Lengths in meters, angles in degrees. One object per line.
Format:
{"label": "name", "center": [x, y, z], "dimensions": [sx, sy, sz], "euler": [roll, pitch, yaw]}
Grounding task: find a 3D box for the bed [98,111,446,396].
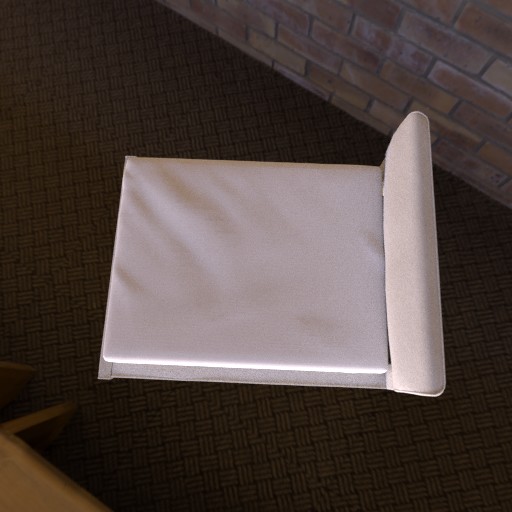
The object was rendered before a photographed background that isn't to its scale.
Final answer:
{"label": "bed", "center": [0.000, 0.000, 3.499], "dimensions": [2.498, 1.126, 1.980], "euler": [2, 75, 1]}
